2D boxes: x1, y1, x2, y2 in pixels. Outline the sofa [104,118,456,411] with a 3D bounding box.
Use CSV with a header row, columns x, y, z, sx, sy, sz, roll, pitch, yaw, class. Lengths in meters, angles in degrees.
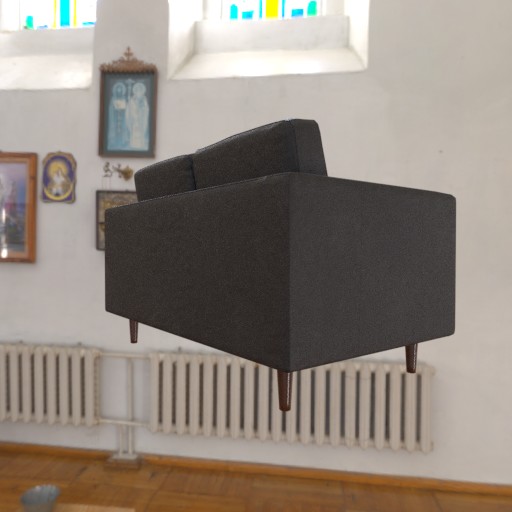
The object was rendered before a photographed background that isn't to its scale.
x,y,z,sx,sy,sz,roll,pitch,yaw,class
0.000,0.000,1.984,0.879,0.899,1.430,-1,1,-37,sofa
